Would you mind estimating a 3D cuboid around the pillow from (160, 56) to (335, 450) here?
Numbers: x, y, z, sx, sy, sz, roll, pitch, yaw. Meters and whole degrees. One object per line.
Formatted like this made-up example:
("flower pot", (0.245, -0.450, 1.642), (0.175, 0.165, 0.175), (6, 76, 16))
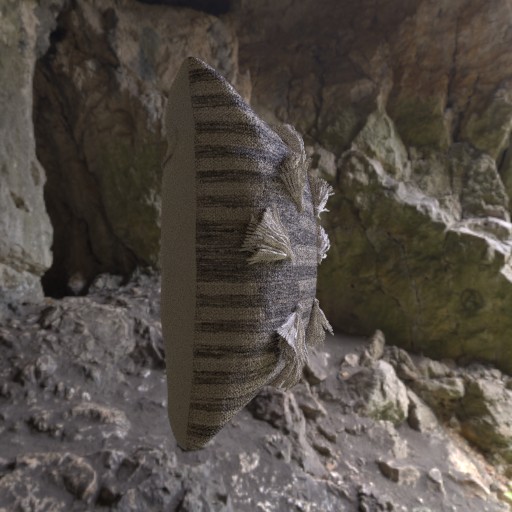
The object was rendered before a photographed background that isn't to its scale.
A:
("pillow", (0.000, 0.000, 0.766), (0.234, 0.490, 0.484), (0, -1, 18))
